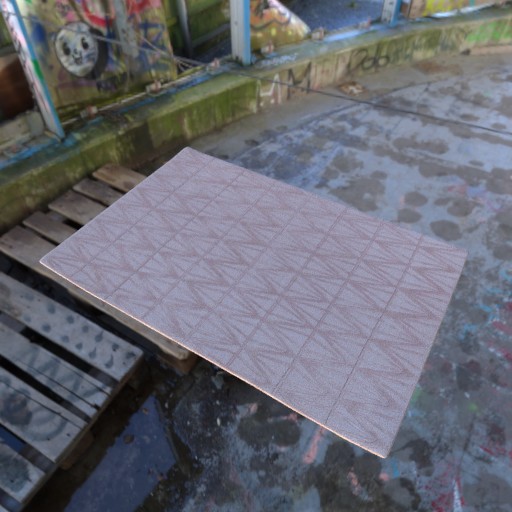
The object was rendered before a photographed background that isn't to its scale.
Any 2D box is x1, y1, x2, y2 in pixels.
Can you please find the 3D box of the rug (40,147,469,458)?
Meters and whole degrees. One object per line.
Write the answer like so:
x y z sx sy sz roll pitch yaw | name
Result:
0.000 0.000 2.254 1.837 0.025 1.230 24 51 21 | rug
